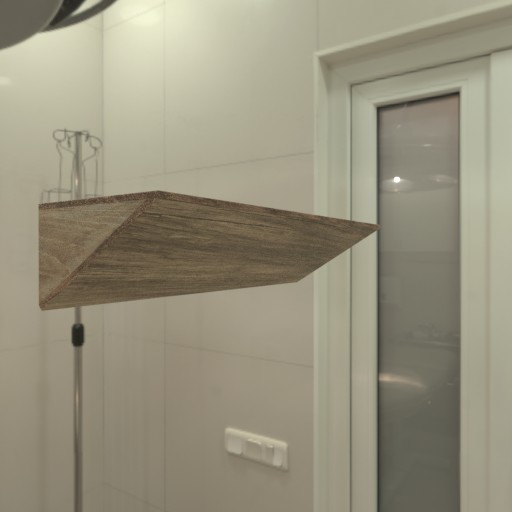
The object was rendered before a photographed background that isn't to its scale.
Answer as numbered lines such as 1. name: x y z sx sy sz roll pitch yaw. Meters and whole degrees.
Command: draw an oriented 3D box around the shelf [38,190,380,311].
1. shelf: 0.000 0.000 0.714 0.200 0.125 0.610 0 0 34
